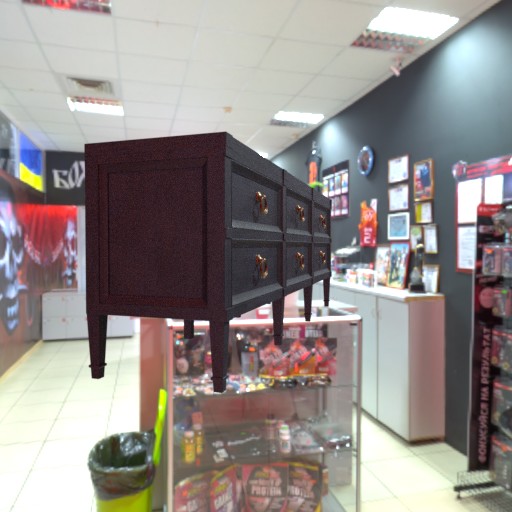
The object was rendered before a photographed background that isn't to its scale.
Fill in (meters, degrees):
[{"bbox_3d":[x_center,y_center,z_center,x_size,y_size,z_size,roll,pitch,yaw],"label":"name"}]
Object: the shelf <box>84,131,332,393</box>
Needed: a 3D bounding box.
[{"bbox_3d":[0.000,0.000,2.164,0.471,0.715,1.878,0,1,18],"label":"shelf"}]
